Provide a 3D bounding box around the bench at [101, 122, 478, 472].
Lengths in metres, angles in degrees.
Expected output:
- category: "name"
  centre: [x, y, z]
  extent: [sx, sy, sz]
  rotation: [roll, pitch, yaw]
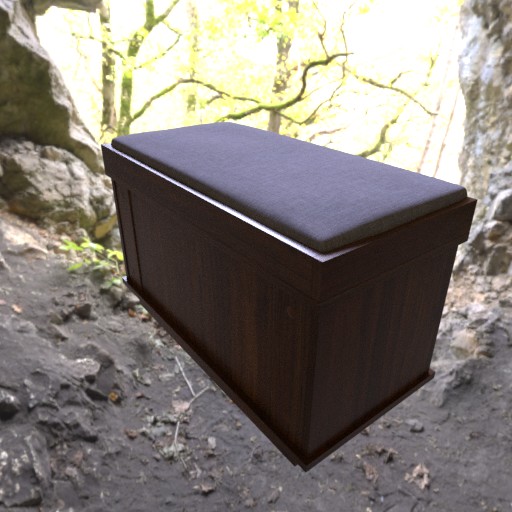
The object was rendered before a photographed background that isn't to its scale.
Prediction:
- category: "bench"
  centre: [0.000, 0.000, 0.975]
  extent: [0.362, 0.461, 0.734]
  rotation: [-19, 33, -32]
